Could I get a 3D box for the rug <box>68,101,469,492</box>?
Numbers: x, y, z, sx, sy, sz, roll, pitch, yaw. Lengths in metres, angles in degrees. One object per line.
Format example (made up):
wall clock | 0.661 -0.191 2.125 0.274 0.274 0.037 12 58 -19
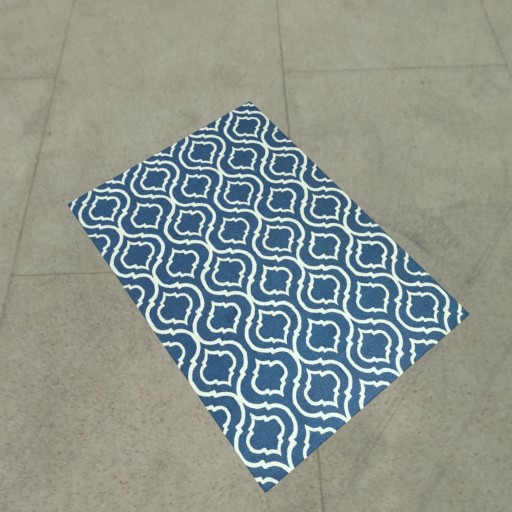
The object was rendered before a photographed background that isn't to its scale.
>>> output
rug | 0.000 0.000 2.769 1.524 0.010 2.134 -34 68 -16
